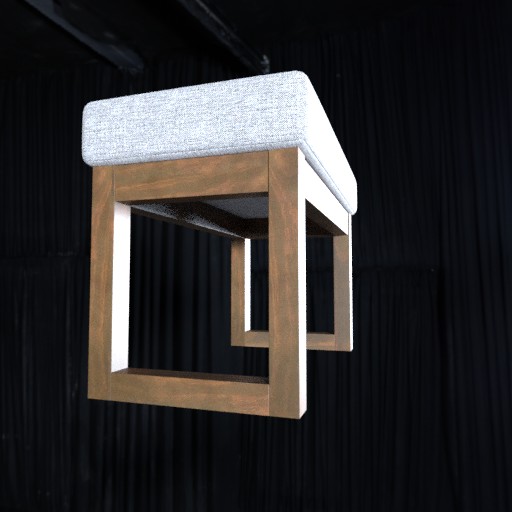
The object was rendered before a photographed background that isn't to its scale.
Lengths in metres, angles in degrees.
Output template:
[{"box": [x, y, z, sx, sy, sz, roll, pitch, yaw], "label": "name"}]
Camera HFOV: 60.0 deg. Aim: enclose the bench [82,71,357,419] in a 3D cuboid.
[{"box": [0.000, 0.000, 0.946, 0.366, 0.467, 0.681, -1, -4, 18], "label": "bench"}]
